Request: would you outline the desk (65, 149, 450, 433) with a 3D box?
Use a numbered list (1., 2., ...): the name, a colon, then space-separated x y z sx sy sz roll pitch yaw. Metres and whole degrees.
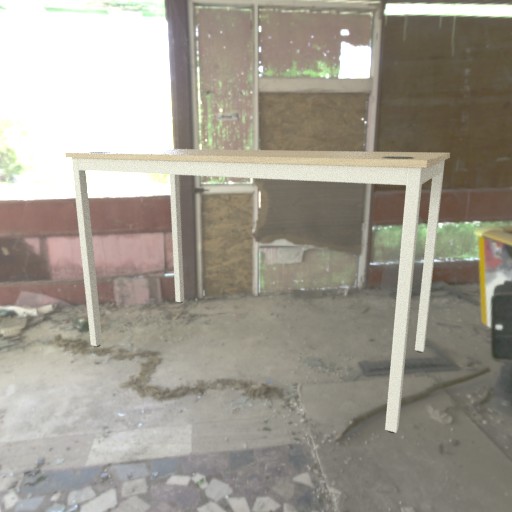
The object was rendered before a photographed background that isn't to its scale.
1. desk: 0.000 0.000 1.638 1.200 0.750 0.600 8 17 26
